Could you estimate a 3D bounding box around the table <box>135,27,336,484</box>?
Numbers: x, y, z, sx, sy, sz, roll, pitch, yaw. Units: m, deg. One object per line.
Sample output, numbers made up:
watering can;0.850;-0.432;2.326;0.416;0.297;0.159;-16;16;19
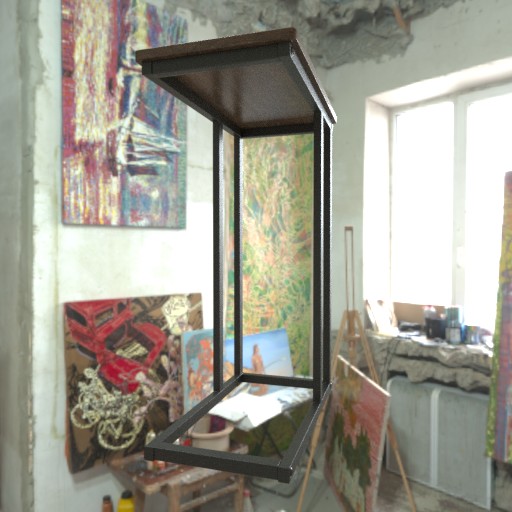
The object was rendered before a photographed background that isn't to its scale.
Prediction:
table;0.000;0.000;0.862;0.254;0.637;0.450;0;1;17
